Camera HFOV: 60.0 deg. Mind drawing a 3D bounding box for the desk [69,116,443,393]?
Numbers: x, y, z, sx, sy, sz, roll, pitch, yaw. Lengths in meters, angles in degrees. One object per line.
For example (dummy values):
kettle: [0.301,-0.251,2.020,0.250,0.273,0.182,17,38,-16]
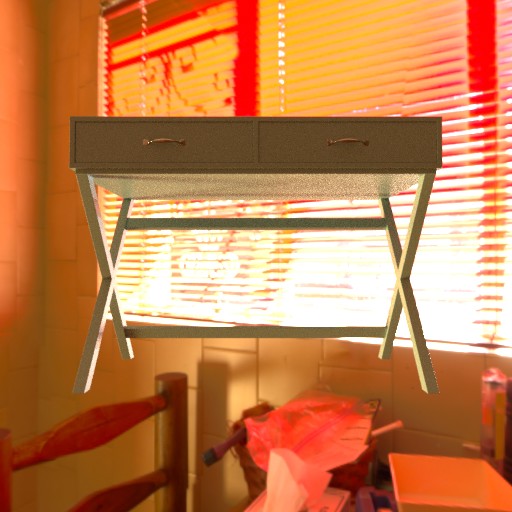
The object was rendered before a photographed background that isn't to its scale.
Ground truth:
desk: [0.000,0.000,1.488,1.057,0.780,0.525,0,-1,0]
